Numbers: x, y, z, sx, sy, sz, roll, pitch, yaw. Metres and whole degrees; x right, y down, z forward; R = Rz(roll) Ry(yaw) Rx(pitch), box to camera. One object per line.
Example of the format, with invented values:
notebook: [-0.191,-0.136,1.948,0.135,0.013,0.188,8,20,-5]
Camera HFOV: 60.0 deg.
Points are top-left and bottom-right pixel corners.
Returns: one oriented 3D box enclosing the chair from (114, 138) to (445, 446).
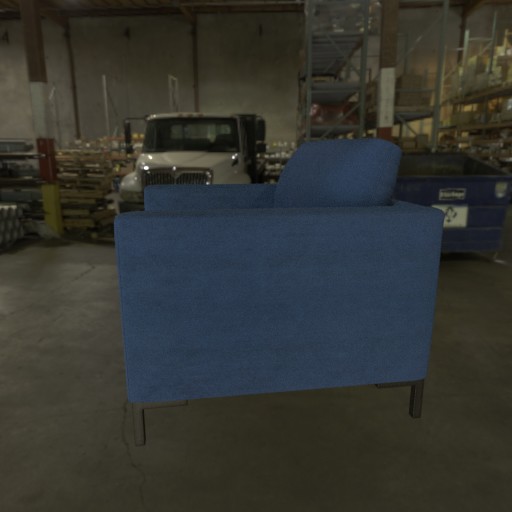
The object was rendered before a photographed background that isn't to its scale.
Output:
chair: [0.000,0.000,1.591,0.875,0.812,0.964,-2,14,-9]
